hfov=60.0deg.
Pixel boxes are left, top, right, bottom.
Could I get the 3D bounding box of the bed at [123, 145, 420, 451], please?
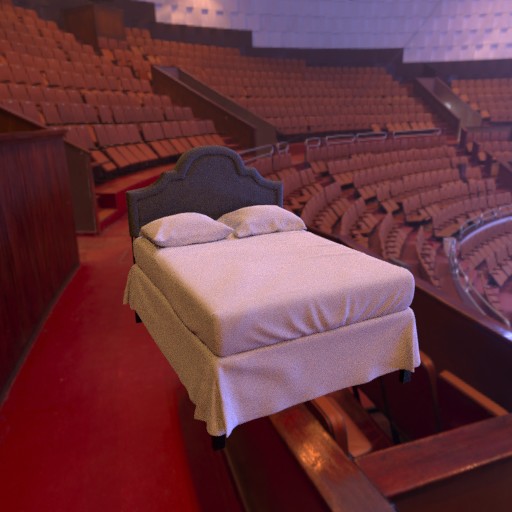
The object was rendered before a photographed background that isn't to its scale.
[{"bbox_3d":[0.000,0.000,3.563,1.780,1.634,2.222,-9,19,-26],"label":"bed"}]
